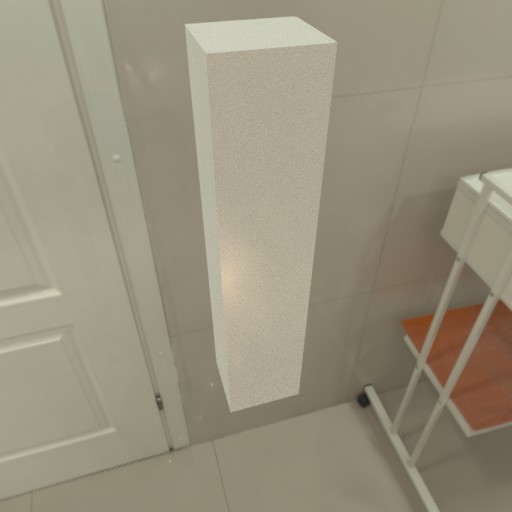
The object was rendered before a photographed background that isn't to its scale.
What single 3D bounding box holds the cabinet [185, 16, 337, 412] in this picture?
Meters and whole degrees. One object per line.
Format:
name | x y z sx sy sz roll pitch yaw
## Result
cabinet | 0.000 0.000 1.512 0.300 1.400 0.270 -11 41 -13
